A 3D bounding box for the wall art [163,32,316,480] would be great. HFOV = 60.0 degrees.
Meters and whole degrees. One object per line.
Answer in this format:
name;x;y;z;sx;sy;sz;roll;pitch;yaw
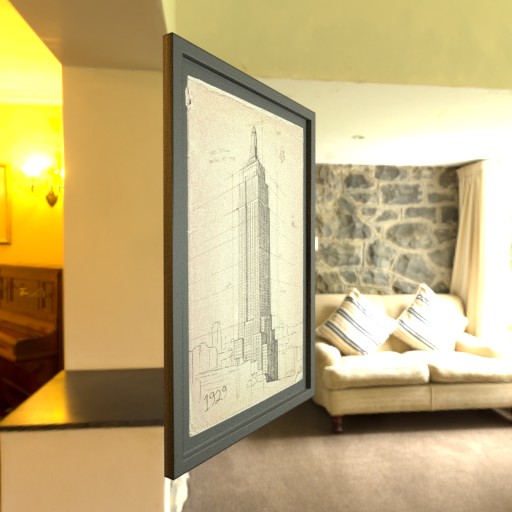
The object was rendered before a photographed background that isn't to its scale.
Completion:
wall art;0.000;0.000;0.555;0.013;0.431;0.303;1;1;34
